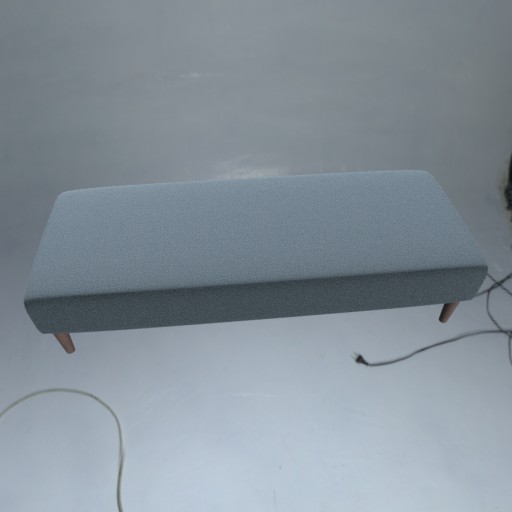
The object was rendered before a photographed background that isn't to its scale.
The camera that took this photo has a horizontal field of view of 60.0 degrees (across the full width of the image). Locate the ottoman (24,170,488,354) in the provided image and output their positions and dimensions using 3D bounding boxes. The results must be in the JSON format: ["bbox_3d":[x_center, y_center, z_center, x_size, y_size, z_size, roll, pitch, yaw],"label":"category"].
[{"bbox_3d":[0.000,0.000,1.828,1.609,0.393,0.646,-4,46,-4],"label":"ottoman"}]
